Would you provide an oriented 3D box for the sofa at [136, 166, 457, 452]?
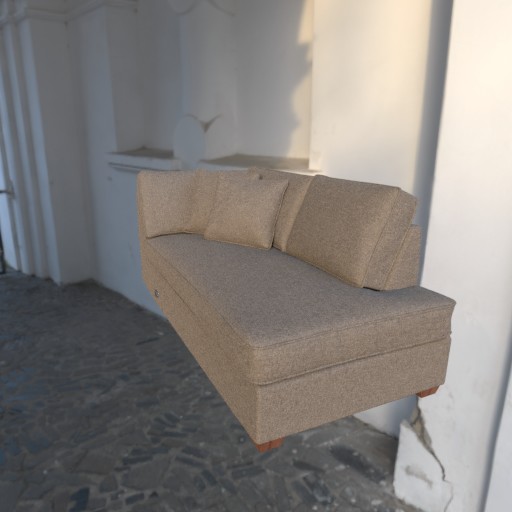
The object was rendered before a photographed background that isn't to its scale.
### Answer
[{"bbox_3d":[0.000,0.000,2.832,1.110,1.033,2.237,-8,18,-25],"label":"sofa"}]
